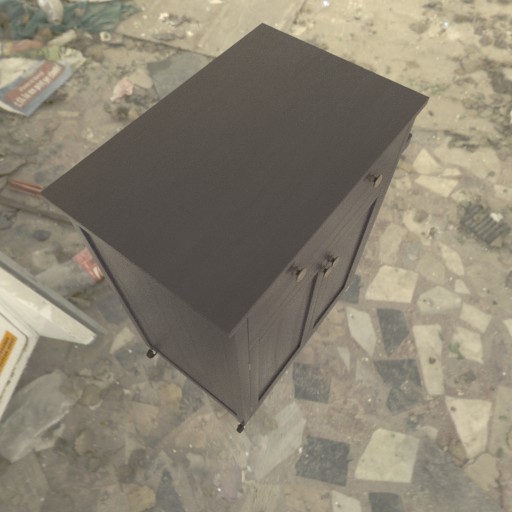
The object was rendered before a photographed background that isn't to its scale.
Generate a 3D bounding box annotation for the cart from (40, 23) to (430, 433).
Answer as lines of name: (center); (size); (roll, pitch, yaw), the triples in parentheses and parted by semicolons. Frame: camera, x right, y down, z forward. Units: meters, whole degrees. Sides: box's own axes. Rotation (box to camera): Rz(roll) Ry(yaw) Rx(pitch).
cart: (0.000, 0.000, 1.235); (0.449, 0.878, 0.690); (33, 64, 18)
